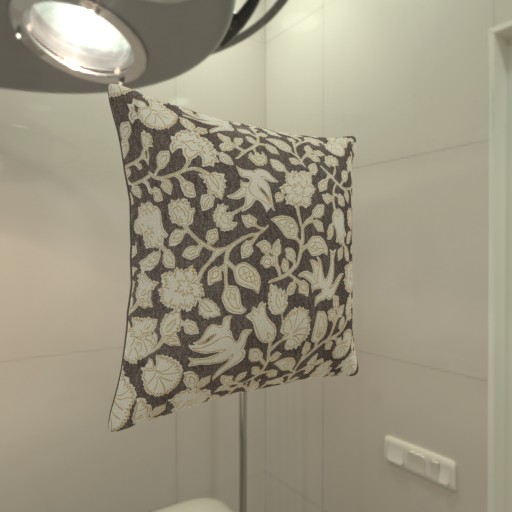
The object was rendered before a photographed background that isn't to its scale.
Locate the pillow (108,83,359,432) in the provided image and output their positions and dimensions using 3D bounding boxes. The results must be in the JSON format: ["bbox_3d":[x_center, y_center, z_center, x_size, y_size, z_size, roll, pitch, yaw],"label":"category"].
[{"bbox_3d":[0.000,0.000,0.792,0.526,0.507,0.166,0,0,-35],"label":"pillow"}]
